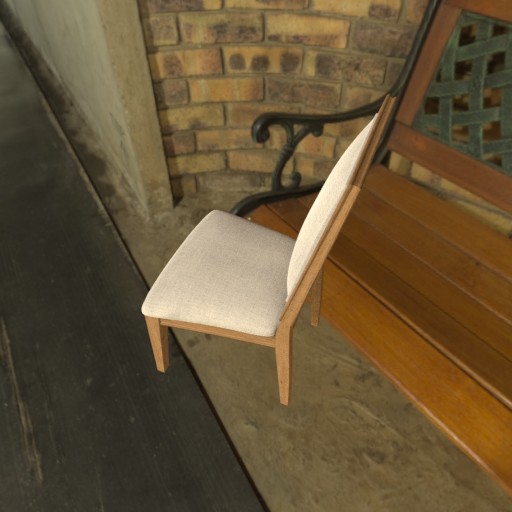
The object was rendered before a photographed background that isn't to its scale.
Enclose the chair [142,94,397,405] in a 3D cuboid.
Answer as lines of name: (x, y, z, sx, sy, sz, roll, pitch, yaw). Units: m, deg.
chair: (0.000, 0.000, 1.409, 0.601, 0.988, 0.536, 16, 47, 15)
